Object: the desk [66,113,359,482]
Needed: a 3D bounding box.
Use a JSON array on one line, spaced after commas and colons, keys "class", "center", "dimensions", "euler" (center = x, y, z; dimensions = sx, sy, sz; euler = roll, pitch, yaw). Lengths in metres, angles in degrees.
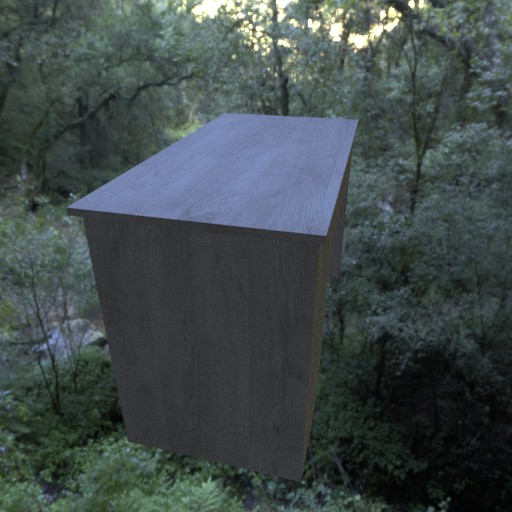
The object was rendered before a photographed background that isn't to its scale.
[{"class": "desk", "center": [0.000, 0.000, 1.535], "dimensions": [0.560, 0.735, 1.097], "euler": [7, 29, 13]}]
